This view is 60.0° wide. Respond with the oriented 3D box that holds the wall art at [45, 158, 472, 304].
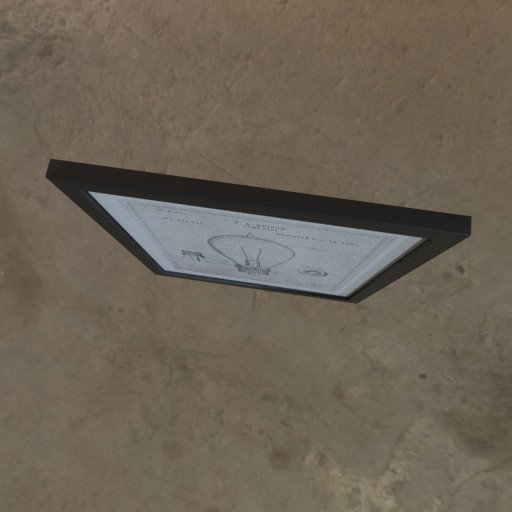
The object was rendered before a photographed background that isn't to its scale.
[{"bbox_3d":[0.000,0.000,0.692,0.430,0.509,0.021,8,76,2],"label":"wall art"}]
